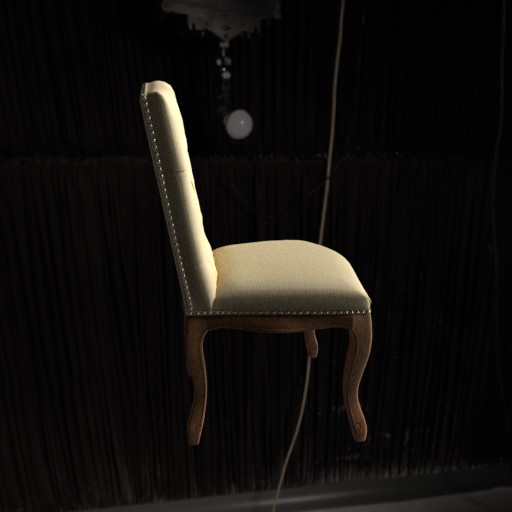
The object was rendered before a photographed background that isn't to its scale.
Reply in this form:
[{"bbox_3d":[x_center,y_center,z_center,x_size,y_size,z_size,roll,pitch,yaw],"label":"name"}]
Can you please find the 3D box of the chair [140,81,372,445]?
[{"bbox_3d":[0.000,0.000,1.592,0.715,1.165,0.623,-2,16,-8],"label":"chair"}]
